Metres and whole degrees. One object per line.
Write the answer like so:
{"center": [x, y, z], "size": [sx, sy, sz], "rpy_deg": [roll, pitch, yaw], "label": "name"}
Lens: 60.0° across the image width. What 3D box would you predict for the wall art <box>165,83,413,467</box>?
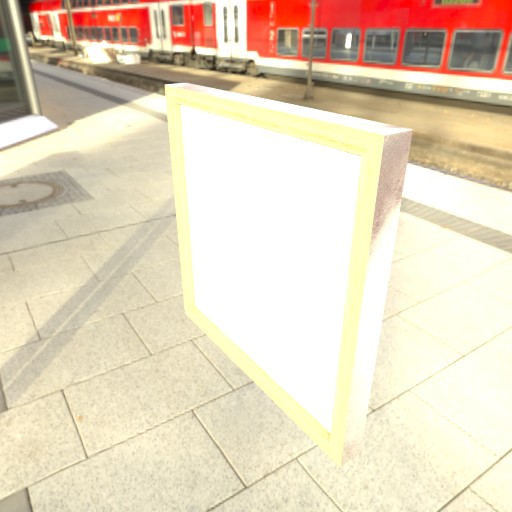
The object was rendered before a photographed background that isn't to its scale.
{"center": [0.000, 0.000, 0.454], "size": [0.028, 0.303, 0.303], "rpy_deg": [-19, 33, -31], "label": "wall art"}
